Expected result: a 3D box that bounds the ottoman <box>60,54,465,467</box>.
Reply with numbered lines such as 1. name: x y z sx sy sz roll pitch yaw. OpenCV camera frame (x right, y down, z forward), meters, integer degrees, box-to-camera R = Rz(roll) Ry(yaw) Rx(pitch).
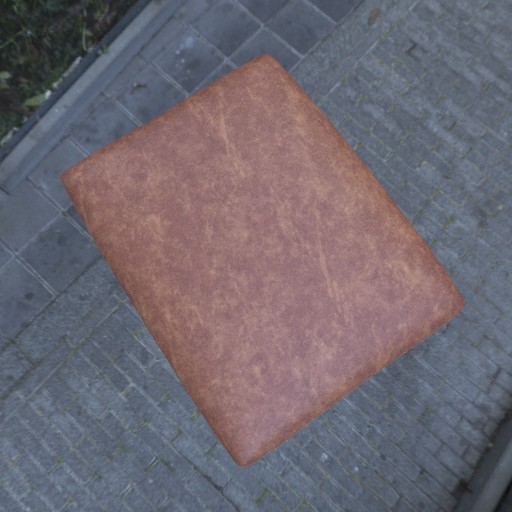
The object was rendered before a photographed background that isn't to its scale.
1. ottoman: 0.000 0.000 1.112 0.586 0.486 0.742 -33 79 -7
